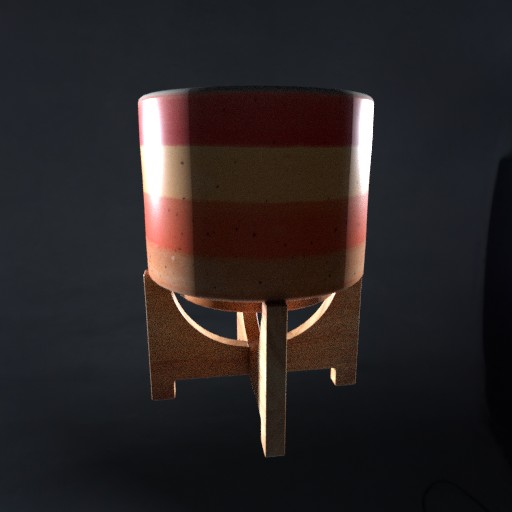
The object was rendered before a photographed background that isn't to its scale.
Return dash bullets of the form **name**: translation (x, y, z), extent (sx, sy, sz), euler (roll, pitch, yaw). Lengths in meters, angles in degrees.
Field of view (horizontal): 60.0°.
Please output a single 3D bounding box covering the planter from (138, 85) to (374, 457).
- **planter**: translation (0.000, 0.000, 0.402), extent (0.199, 0.268, 0.199), euler (0, 14, 0)
